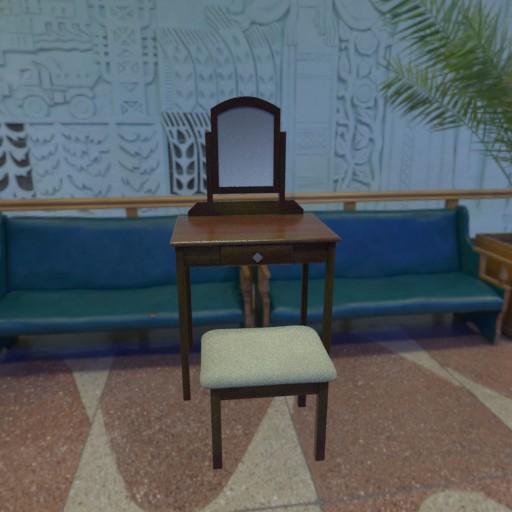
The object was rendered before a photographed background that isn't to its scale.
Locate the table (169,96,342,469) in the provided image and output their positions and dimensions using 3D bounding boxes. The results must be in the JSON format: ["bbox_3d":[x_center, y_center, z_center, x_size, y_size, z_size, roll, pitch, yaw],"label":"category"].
[{"bbox_3d":[0.000,0.000,2.321,0.876,1.631,1.211,-2,17,-6],"label":"table"}]
